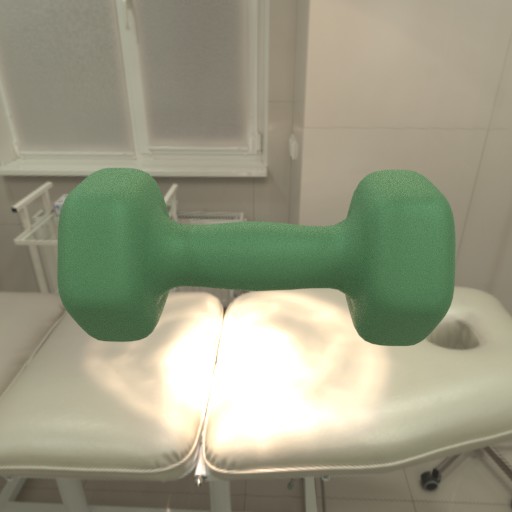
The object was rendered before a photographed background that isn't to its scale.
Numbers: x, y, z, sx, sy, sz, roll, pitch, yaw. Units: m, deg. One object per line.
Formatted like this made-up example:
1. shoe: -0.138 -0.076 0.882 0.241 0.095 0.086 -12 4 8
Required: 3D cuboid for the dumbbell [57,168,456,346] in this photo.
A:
1. dumbbell: 0.000 0.000 0.321 0.260 0.117 0.129 1 28 2
